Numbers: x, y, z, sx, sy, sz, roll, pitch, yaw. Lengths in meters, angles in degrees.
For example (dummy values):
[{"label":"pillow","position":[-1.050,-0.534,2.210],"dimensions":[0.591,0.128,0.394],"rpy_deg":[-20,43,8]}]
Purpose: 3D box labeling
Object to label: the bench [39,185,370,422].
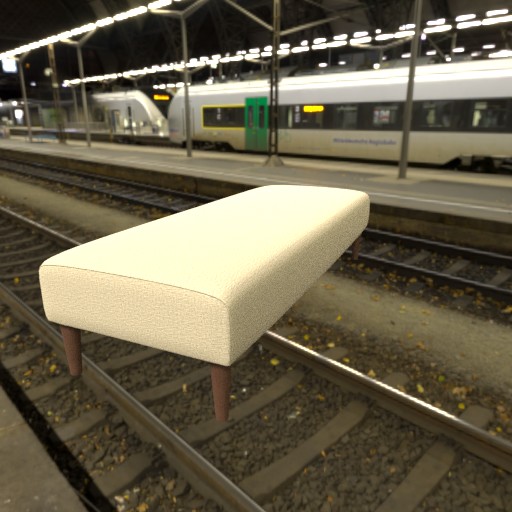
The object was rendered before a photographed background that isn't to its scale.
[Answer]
[{"label":"bench","position":[0.000,0.000,1.853],"dimensions":[0.646,0.393,1.609],"rpy_deg":[8,19,24]}]
